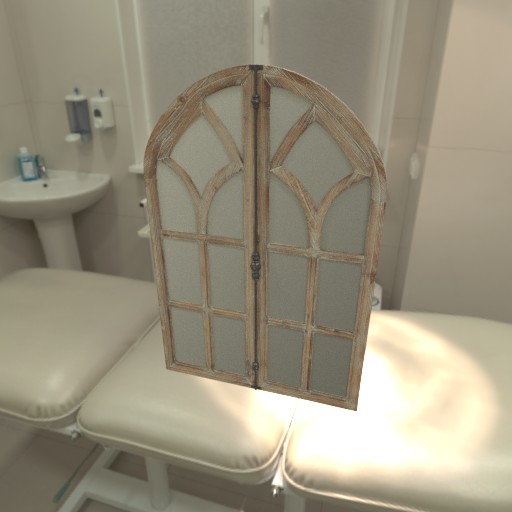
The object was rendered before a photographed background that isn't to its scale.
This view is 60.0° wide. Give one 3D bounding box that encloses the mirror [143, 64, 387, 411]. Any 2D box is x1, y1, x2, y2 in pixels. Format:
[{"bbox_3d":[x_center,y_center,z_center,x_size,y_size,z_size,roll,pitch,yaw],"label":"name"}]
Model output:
[{"bbox_3d":[0.000,0.000,1.152,0.609,0.915,0.032,8,28,15],"label":"mirror"}]
